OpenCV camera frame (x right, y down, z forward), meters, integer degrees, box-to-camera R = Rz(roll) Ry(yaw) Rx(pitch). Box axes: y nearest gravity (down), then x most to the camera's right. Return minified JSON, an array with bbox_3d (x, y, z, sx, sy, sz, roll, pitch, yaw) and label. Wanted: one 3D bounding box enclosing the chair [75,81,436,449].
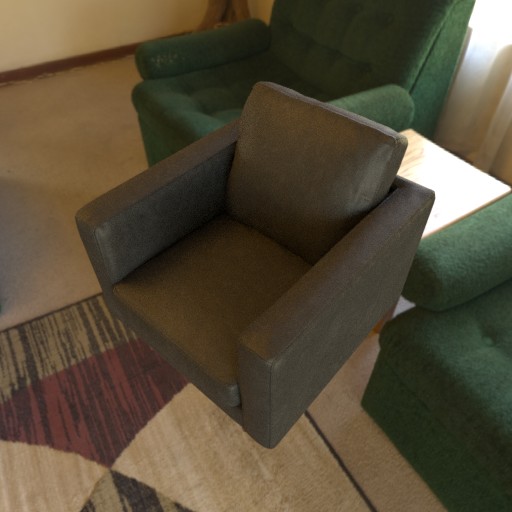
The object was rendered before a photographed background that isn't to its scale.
[{"bbox_3d":[0.000,0.000,1.561,0.831,0.898,0.879,32,54,27],"label":"chair"}]
